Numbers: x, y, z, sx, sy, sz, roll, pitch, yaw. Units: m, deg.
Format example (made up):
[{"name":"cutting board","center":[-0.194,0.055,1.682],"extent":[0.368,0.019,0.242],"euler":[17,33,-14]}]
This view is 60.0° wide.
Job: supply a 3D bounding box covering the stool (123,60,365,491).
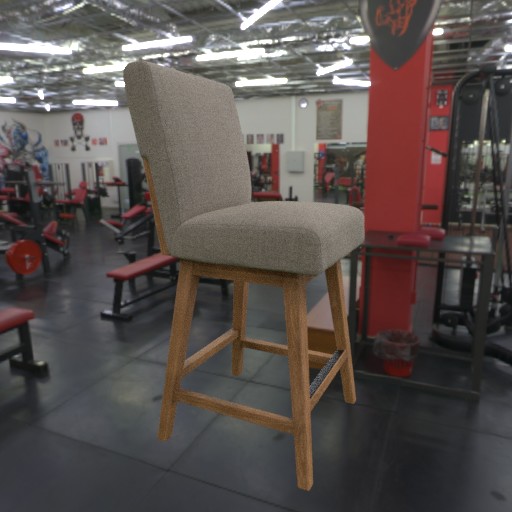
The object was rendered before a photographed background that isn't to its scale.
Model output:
[{"name":"stool","center":[0.000,0.000,1.257],"extent":[0.526,1.010,0.459],"euler":[6,14,26]}]
